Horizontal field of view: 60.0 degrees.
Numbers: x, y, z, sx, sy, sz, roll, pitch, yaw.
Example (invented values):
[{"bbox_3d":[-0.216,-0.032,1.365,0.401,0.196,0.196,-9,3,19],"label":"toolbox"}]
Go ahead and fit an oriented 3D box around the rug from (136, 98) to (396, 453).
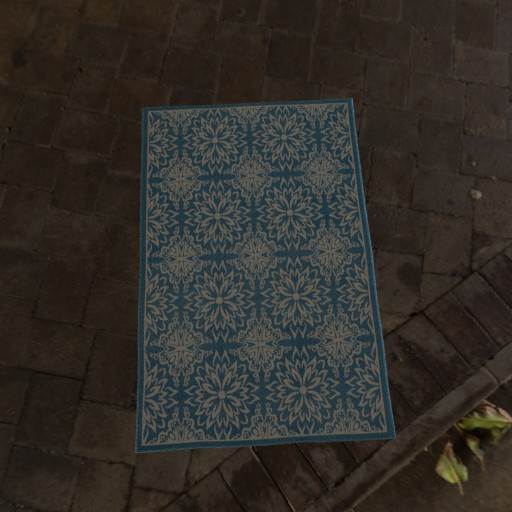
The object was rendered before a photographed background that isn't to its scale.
[{"bbox_3d":[0.000,0.000,2.306,1.211,0.012,1.833,-3,74,-1],"label":"rug"}]
